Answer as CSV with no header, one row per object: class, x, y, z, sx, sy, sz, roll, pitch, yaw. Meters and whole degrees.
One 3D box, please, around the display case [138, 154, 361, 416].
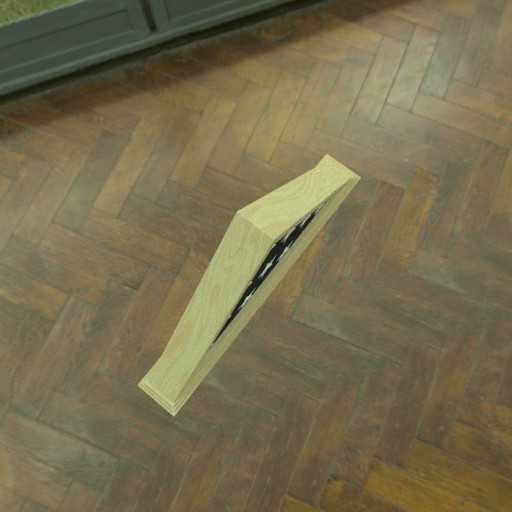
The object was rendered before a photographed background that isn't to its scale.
display case,0.000,0.000,0.775,0.095,0.340,0.640,37,79,9
